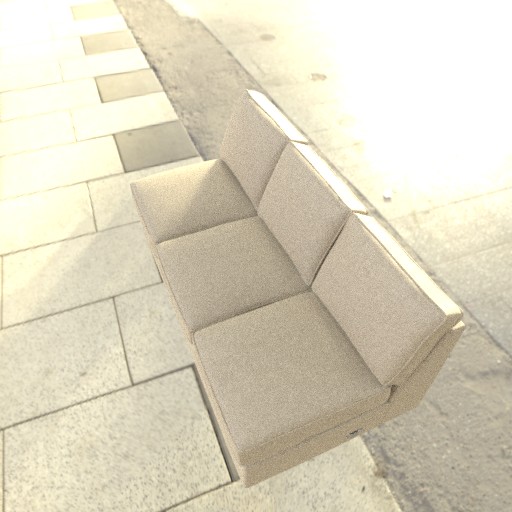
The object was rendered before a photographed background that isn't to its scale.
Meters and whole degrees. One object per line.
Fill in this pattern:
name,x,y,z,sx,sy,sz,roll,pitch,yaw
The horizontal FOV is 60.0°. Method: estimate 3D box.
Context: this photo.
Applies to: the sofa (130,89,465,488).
sofa,0.000,0.000,2.478,1.027,0.973,1.962,-18,49,-16
